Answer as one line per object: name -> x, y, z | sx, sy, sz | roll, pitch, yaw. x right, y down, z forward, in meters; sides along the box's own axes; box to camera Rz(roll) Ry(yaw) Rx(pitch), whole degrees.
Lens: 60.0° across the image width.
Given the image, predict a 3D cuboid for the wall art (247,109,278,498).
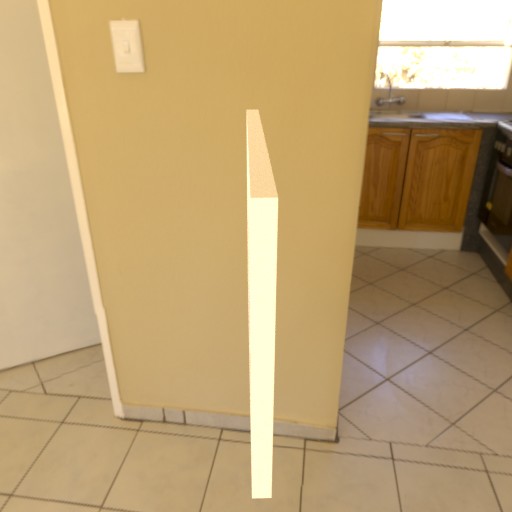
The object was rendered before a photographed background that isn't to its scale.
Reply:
wall art -> 0.000, 0.000, 1.144 | 0.038, 0.609, 0.914 | -1, 25, -1
